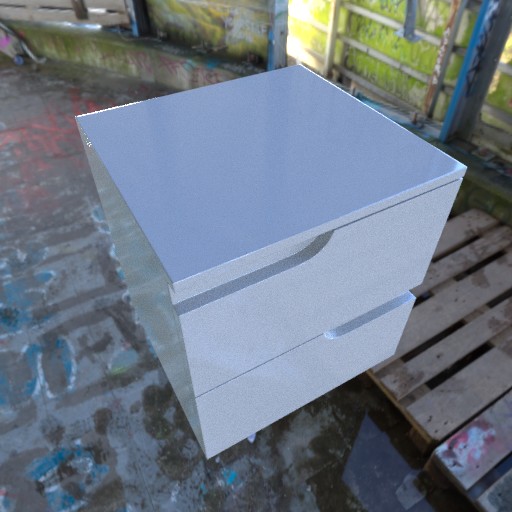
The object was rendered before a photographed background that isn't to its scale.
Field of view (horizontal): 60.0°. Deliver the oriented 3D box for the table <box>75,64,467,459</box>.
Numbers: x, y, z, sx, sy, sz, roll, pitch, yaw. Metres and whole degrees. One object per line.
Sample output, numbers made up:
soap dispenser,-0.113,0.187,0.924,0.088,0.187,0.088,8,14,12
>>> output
table,0.000,0.000,0.804,0.420,0.470,0.400,-22,49,-21
